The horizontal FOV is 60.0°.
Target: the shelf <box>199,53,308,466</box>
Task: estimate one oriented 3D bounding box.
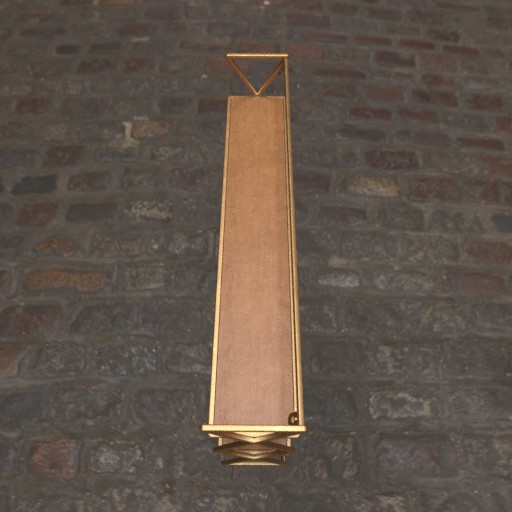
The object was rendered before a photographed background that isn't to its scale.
[{"bbox_3d":[0.000,0.000,1.007,0.150,0.450,0.822,0,59,0],"label":"shelf"}]
